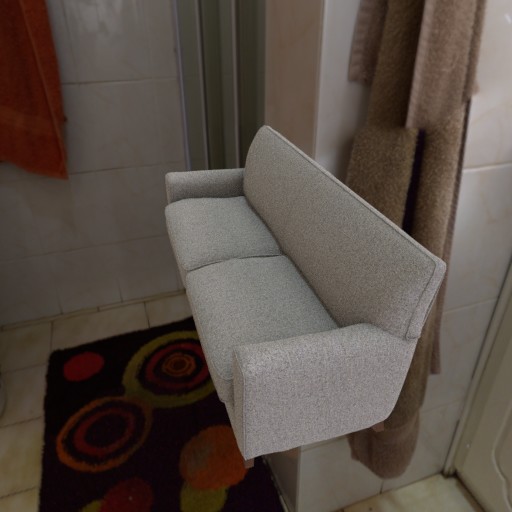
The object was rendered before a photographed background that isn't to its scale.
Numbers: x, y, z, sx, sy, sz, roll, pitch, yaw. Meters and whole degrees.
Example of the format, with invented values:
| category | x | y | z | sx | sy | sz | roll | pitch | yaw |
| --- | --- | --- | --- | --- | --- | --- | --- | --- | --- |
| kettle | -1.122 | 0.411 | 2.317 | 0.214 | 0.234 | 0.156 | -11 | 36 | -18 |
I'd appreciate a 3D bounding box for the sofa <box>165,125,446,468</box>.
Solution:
| category | x | y | z | sx | sy | sz | roll | pitch | yaw |
| --- | --- | --- | --- | --- | --- | --- | --- | --- | --- |
| sofa | 0.000 | 0.000 | 2.520 | 0.854 | 0.942 | 2.026 | -9 | 32 | -15 |
